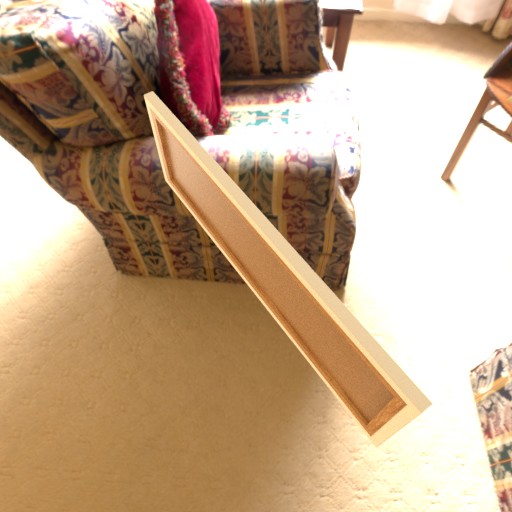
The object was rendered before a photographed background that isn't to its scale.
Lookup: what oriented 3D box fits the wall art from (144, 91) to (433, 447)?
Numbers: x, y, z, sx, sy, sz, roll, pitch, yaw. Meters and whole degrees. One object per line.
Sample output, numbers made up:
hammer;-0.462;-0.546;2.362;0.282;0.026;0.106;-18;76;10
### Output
wall art;0.000;0.000;1.677;0.044;0.507;1.520;-31;62;-18
